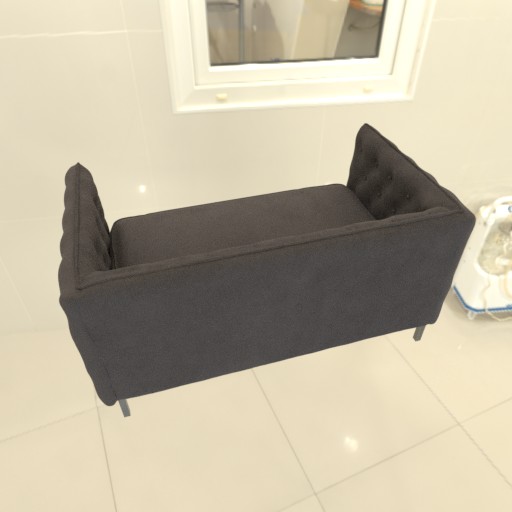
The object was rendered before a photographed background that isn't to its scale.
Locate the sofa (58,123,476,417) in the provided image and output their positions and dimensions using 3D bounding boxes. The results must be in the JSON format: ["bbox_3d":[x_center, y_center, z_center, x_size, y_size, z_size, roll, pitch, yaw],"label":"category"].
[{"bbox_3d":[0.000,0.000,2.111,1.583,0.810,0.909,-11,42,-13],"label":"sofa"}]
